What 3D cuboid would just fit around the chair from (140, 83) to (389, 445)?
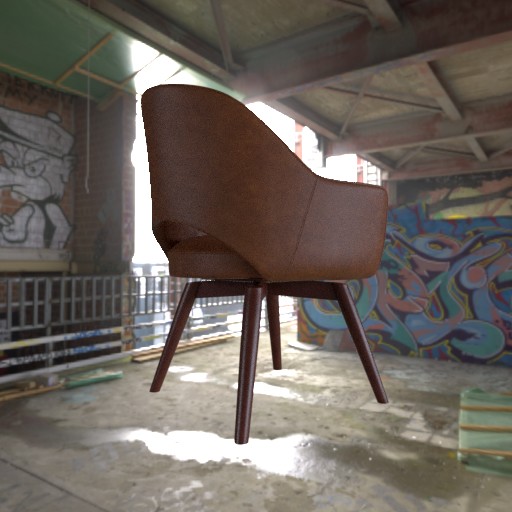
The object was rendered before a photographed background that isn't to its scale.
[{"bbox_3d":[0.000,0.000,1.219,0.640,0.777,0.591,1,-1,-36],"label":"chair"}]
